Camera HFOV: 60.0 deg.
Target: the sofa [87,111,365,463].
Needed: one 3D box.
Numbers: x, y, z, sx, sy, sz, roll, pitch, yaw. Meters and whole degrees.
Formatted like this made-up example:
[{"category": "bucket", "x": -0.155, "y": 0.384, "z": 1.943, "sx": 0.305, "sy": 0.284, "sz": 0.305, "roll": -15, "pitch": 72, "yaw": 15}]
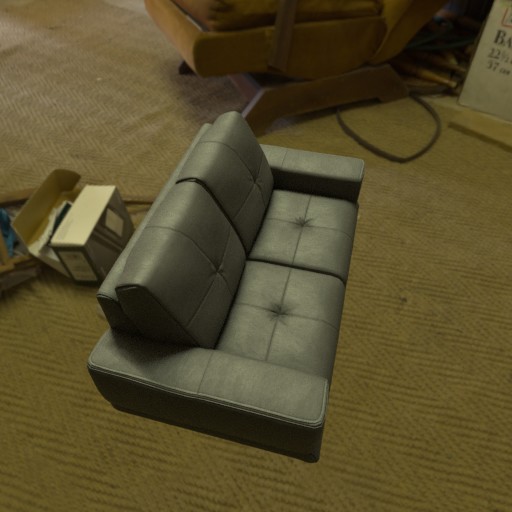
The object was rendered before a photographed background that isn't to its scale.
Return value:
[{"category": "sofa", "x": 0.000, "y": 0.000, "z": 2.377, "sx": 1.018, "sy": 0.907, "sz": 1.806, "roll": 11, "pitch": 49, "yaw": 10}]
